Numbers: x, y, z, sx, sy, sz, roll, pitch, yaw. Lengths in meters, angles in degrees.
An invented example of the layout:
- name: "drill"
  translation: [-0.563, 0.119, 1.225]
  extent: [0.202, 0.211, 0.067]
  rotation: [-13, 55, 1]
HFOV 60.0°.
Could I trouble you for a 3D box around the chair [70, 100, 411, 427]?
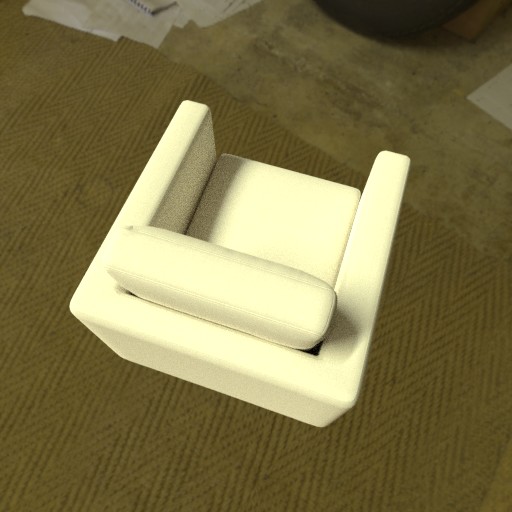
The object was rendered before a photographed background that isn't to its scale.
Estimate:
- name: "chair"
  translation: [0.000, 0.000, 1.549]
  extent: [0.831, 0.899, 0.879]
  rotation: [17, 65, 8]
